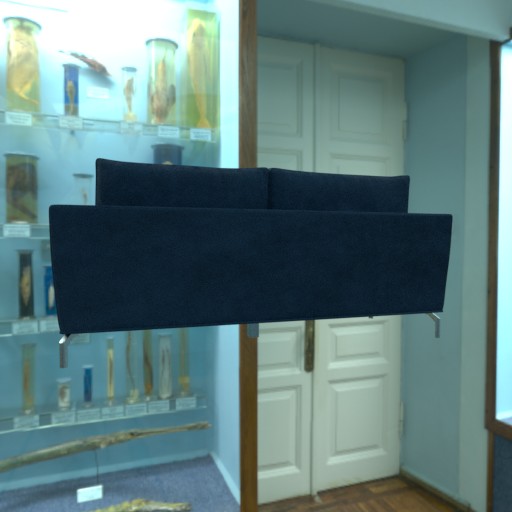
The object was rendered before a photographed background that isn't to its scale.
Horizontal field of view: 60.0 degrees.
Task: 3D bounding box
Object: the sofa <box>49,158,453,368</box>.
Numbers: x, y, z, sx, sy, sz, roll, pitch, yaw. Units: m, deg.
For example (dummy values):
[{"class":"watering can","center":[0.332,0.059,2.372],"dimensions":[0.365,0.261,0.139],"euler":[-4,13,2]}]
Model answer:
[{"class":"sofa","center":[0.000,0.000,2.702],"dimensions":[2.212,0.998,0.853],"euler":[-1,2,-18]}]
